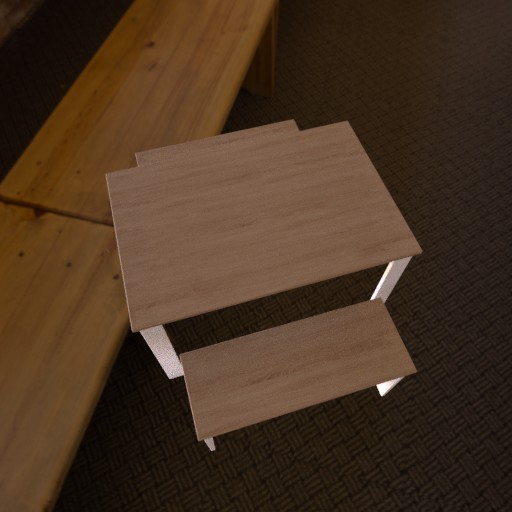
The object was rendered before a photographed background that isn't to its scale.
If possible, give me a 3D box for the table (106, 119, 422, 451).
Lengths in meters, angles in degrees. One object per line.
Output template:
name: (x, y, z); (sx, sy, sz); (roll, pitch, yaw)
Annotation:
table: (0.000, 0.000, 2.069); (1.100, 0.700, 1.443); (-15, 61, -8)
